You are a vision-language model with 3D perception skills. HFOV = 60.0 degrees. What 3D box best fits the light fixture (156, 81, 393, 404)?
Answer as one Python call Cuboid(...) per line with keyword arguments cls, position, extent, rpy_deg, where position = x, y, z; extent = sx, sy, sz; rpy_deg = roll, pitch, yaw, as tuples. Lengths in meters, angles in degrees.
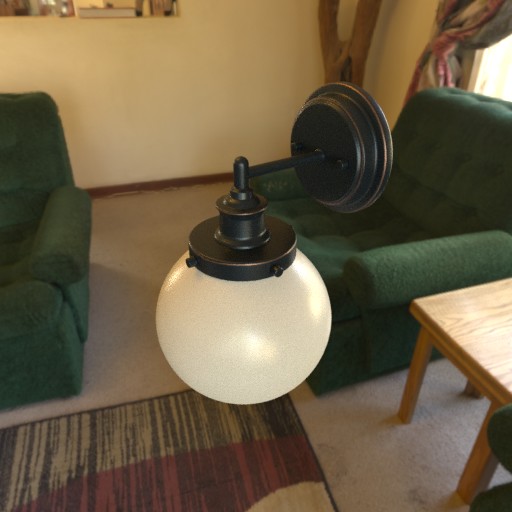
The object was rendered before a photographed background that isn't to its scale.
Cuboid(cls="light fixture", position=(0.000, 0.000, 0.478), extent=(0.230, 0.332, 0.197), rpy_deg=(-20, 36, -29))
